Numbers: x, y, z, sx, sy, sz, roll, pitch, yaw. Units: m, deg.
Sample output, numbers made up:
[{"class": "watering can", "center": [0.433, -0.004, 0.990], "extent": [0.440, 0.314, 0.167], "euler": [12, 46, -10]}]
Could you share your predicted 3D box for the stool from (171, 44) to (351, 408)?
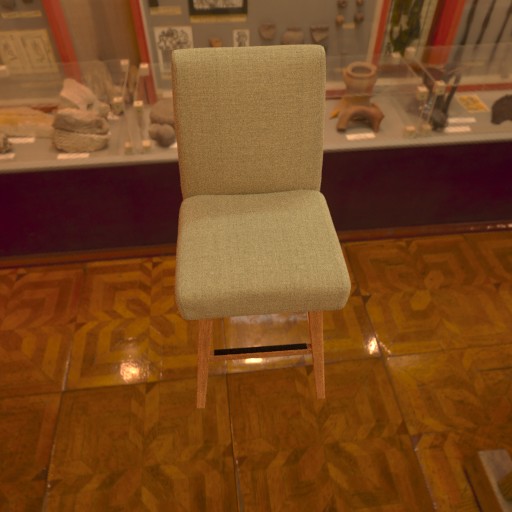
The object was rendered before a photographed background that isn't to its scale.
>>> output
[{"class": "stool", "center": [0.000, 0.000, 1.421], "extent": [0.483, 1.106, 0.569], "euler": [-3, 48, -3]}]
